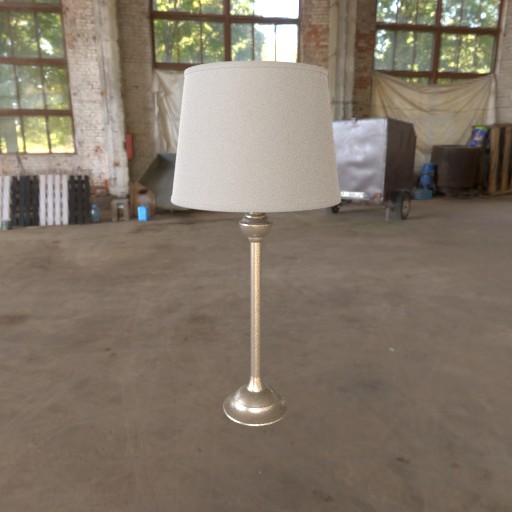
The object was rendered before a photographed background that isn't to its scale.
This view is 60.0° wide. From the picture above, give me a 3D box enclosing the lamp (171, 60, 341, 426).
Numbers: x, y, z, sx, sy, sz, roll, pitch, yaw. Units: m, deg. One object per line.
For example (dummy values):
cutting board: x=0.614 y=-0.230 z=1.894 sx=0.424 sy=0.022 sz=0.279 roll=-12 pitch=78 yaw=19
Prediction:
lamp: x=0.000 y=0.000 z=0.906 sx=0.331 sy=0.698 sz=0.331 roll=0 pitch=15 yaw=0
